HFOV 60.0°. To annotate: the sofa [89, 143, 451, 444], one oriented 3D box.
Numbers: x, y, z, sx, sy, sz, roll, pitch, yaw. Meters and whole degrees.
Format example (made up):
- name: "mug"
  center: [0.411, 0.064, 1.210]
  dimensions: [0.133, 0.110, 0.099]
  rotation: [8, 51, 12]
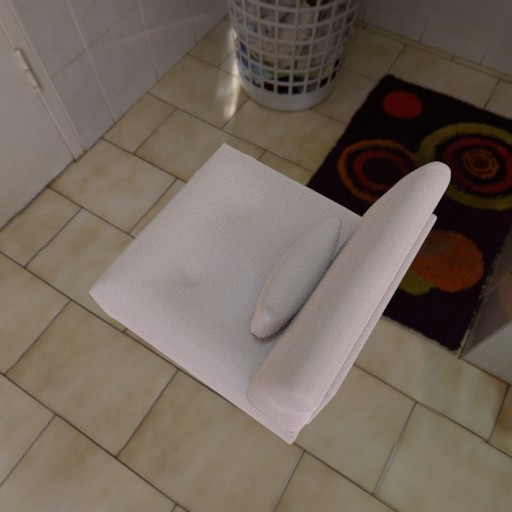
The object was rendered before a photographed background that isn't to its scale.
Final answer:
- name: "sofa"
  center: [0.000, 0.000, 1.720]
  dimensions: [1.000, 0.828, 0.935]
  rotation: [31, 67, 15]
